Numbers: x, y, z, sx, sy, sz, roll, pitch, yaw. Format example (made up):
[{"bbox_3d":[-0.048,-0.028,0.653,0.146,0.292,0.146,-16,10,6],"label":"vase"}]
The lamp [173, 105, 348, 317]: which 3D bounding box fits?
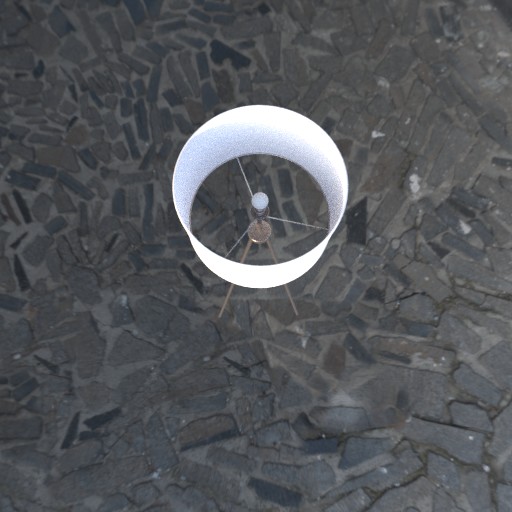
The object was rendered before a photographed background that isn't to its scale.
[{"bbox_3d":[0.000,0.000,1.780,0.448,1.545,0.458,-5,76,-1],"label":"lamp"}]
